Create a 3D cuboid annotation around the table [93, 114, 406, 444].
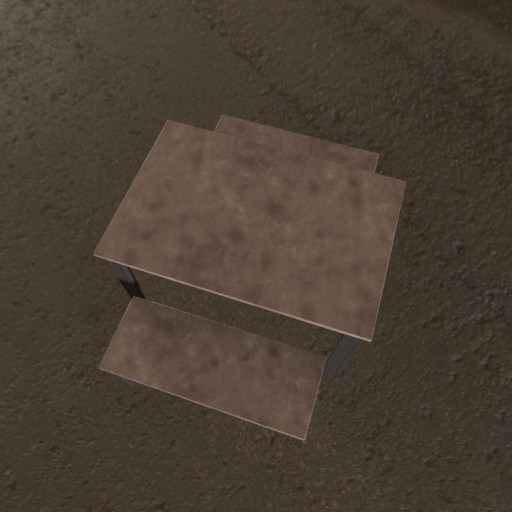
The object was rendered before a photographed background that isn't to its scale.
[{"bbox_3d":[0.000,0.000,2.113,1.100,0.700,1.443,16,64,8],"label":"table"}]
